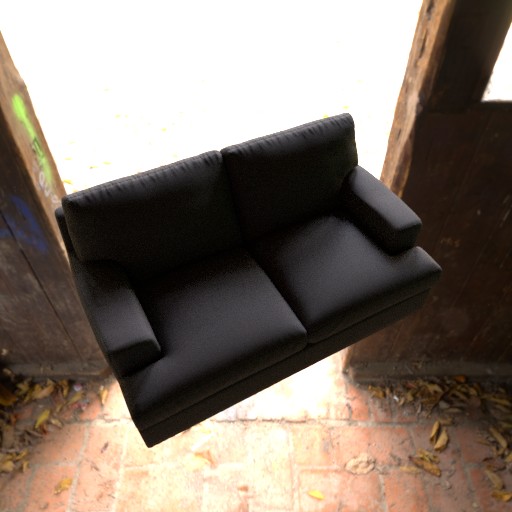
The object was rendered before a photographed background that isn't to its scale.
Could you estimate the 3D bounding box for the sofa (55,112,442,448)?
[{"bbox_3d":[0.000,0.000,2.493,1.880,0.940,1.143,-22,50,-19],"label":"sofa"}]
